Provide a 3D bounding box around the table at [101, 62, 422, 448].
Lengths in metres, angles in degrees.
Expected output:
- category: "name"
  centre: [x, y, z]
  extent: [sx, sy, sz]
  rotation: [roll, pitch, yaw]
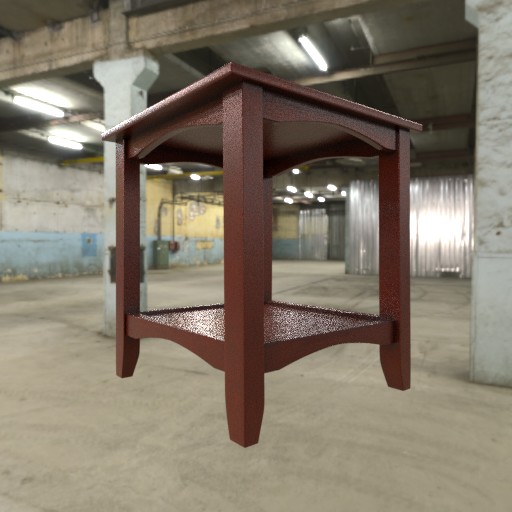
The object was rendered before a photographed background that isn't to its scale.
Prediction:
- category: "table"
  centre: [0.000, 0.000, 0.979]
  extent: [0.522, 0.558, 0.523]
  rotation: [-1, 1, -37]
